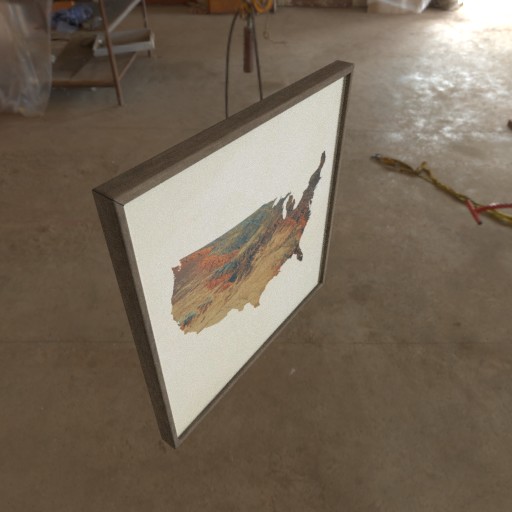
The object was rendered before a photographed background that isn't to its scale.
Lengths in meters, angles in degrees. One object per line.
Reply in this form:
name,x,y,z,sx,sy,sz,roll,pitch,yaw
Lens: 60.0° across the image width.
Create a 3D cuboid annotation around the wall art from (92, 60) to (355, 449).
wall art,0.000,0.000,1.113,0.050,0.751,0.749,26,47,27
